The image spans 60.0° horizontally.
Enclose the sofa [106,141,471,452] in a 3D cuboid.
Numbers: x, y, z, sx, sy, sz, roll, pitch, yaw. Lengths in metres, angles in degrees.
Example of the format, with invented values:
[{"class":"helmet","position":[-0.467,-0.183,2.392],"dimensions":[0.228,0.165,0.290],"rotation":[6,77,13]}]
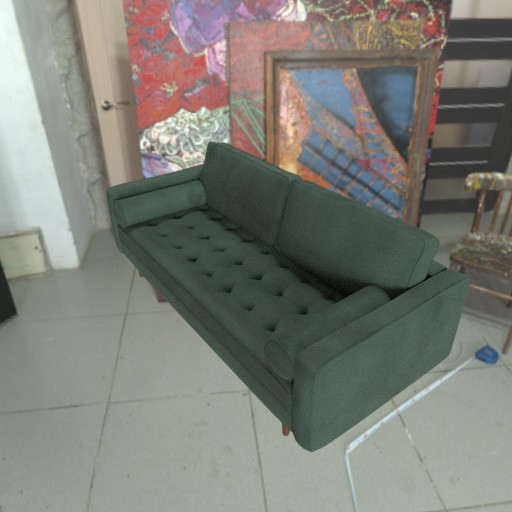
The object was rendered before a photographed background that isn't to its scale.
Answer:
[{"class":"sofa","position":[0.000,0.000,2.359],"dimensions":[0.916,0.772,1.880],"rotation":[-21,37,-31]}]
